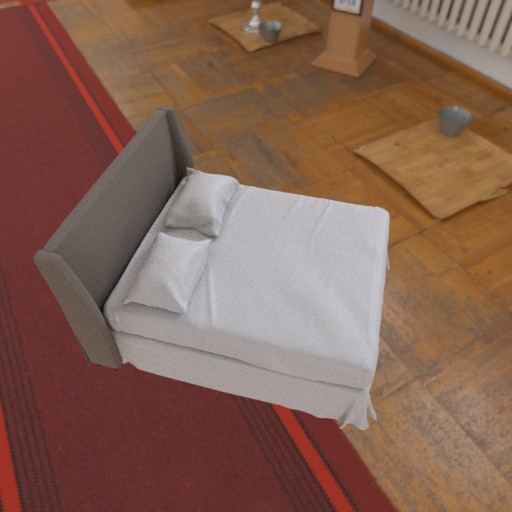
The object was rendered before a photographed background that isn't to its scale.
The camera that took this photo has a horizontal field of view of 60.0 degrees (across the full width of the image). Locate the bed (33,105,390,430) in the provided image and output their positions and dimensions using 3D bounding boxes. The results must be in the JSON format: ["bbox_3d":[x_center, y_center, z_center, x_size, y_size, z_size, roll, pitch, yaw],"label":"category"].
[{"bbox_3d":[0.000,0.000,3.530,2.276,1.332,1.925,11,48,10],"label":"bed"}]
